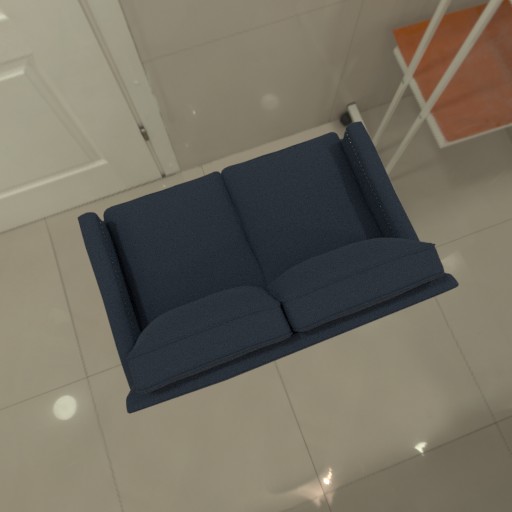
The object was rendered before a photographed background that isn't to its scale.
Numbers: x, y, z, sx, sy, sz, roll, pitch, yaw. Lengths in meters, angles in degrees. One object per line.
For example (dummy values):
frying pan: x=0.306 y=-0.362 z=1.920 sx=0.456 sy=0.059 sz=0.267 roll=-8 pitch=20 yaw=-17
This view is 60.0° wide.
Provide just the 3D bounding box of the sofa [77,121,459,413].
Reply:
sofa: x=0.000 y=0.000 z=2.323 sx=1.597 sy=1.003 sz=1.084 roll=-20 pitch=76 yaw=-5
